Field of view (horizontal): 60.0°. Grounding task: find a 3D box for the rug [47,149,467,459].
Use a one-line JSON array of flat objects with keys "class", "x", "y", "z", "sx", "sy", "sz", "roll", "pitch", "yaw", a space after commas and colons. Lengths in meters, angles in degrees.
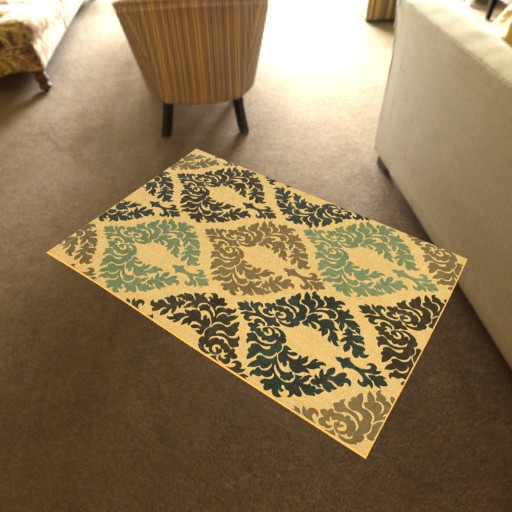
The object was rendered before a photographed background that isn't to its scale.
[{"class": "rug", "x": 0.000, "y": 0.000, "z": 2.865, "sx": 2.275, "sy": 0.014, "sz": 1.514, "roll": 26, "pitch": 51, "yaw": 23}]
